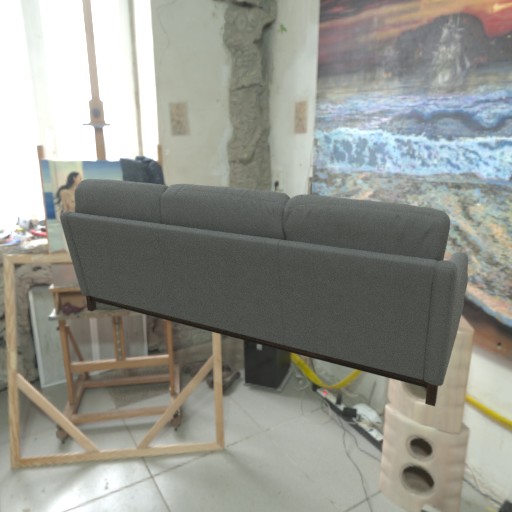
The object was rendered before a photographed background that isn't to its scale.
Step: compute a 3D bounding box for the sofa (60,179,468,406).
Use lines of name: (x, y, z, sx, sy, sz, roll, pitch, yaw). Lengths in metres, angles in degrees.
sofa: (0.000, 0.000, 2.740, 2.344, 0.926, 0.987, 9, 18, 28)
